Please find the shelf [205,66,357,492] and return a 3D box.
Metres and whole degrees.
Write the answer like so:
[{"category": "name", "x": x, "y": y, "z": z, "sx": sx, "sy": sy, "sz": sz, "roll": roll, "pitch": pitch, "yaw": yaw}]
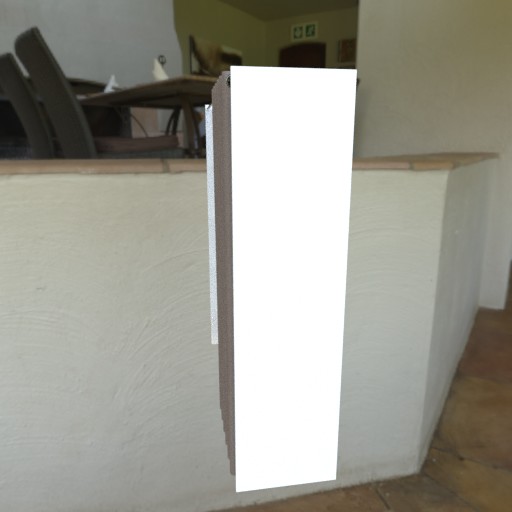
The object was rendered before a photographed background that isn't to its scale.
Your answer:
[{"category": "shelf", "x": 0.000, "y": 0.000, "z": 2.612, "sx": 0.500, "sy": 1.820, "sz": 1.600, "roll": -2, "pitch": 14, "yaw": -9}]
